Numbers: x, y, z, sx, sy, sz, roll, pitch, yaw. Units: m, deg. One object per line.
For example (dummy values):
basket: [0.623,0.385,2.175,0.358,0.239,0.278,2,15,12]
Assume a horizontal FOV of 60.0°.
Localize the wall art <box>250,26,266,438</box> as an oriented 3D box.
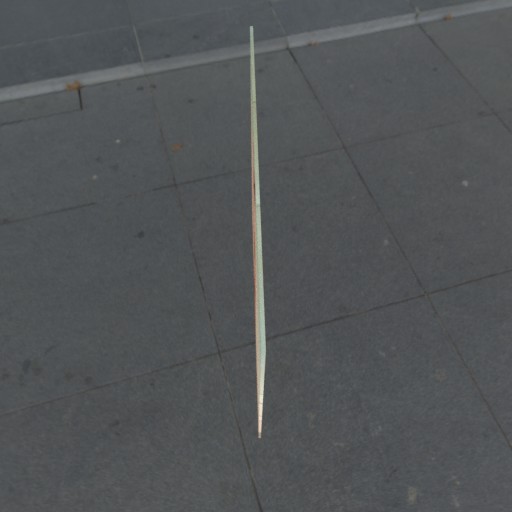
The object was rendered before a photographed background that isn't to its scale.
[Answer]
wall art: [0.000,0.000,2.273,0.013,1.523,1.517,-1,59,-1]
